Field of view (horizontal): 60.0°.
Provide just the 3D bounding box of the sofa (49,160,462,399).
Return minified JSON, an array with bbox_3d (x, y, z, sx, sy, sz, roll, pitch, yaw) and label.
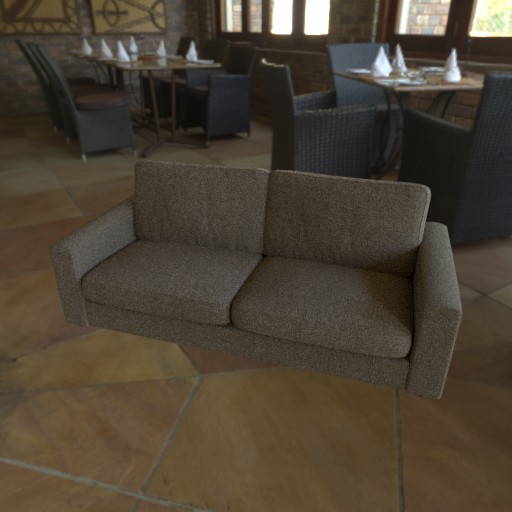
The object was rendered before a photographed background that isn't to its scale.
[{"bbox_3d":[0.000,0.000,2.659,2.179,0.873,1.016,8,28,15],"label":"sofa"}]
